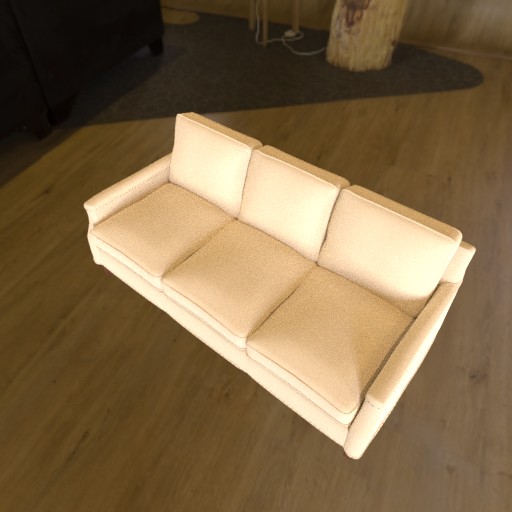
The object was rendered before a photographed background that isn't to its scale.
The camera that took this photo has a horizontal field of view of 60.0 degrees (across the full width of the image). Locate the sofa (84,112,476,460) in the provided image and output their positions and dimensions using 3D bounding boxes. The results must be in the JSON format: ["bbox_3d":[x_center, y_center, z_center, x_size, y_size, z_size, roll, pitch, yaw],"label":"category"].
[{"bbox_3d":[0.000,0.000,2.796,2.246,1.003,1.084,31,53,27],"label":"sofa"}]
